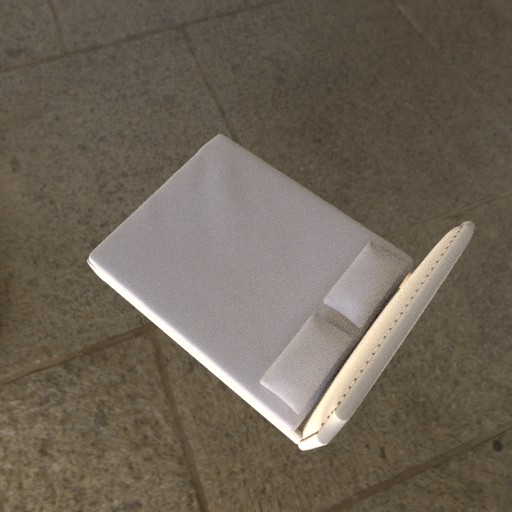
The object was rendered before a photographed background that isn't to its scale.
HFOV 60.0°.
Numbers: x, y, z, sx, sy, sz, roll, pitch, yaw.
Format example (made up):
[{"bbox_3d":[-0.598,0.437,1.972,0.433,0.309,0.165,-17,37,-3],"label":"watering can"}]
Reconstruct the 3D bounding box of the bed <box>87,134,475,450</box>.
[{"bbox_3d":[0.000,0.000,3.462,2.372,1.497,1.712,36,70,16],"label":"bed"}]
